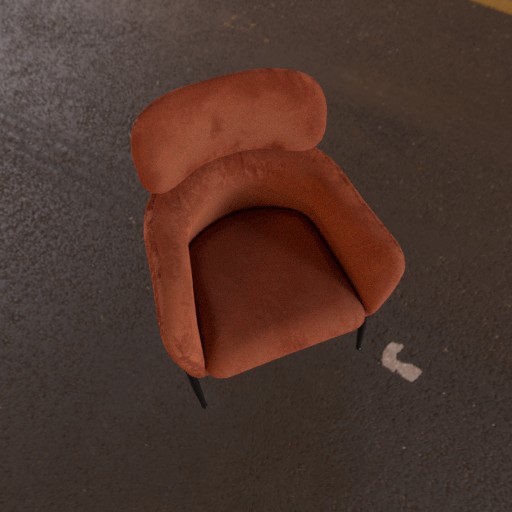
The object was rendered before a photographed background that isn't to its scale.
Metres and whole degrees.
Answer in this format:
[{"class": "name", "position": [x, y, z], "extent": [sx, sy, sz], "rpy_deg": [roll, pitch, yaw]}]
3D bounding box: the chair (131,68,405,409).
[{"class": "chair", "position": [0.000, 0.000, 1.157], "extent": [0.561, 0.772, 0.523], "rpy_deg": [-18, 65, -9]}]
